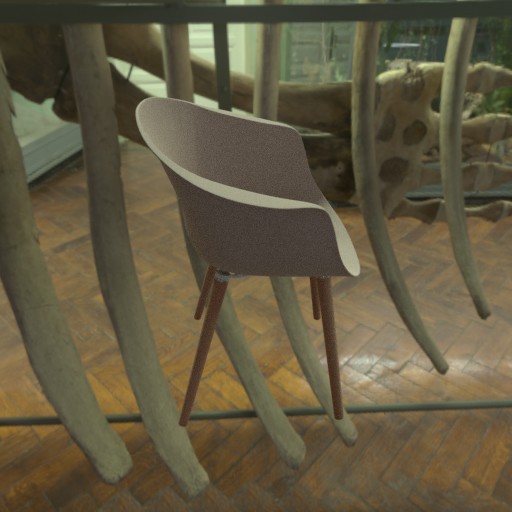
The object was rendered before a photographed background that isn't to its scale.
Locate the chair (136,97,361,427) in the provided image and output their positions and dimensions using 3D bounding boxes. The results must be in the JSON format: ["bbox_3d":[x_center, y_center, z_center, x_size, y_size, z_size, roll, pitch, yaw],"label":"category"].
[{"bbox_3d":[0.000,0.000,1.165,0.504,0.781,0.593,-1,32,-1],"label":"chair"}]
